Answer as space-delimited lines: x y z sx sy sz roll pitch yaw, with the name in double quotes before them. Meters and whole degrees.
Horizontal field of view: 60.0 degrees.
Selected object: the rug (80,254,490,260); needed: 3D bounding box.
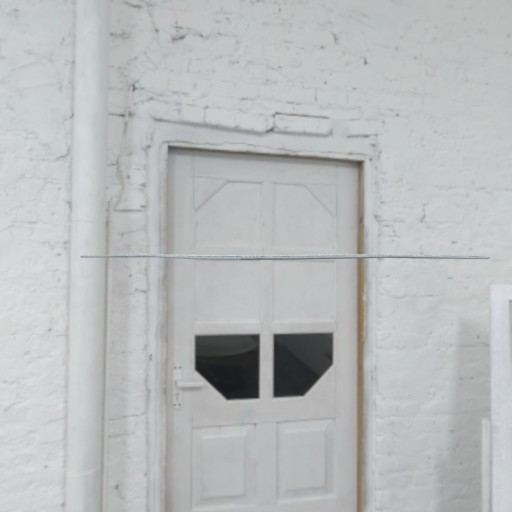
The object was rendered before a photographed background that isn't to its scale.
"rug" 0.000 0.000 4.247 2.461 0.046 3.237 0 0 -35
